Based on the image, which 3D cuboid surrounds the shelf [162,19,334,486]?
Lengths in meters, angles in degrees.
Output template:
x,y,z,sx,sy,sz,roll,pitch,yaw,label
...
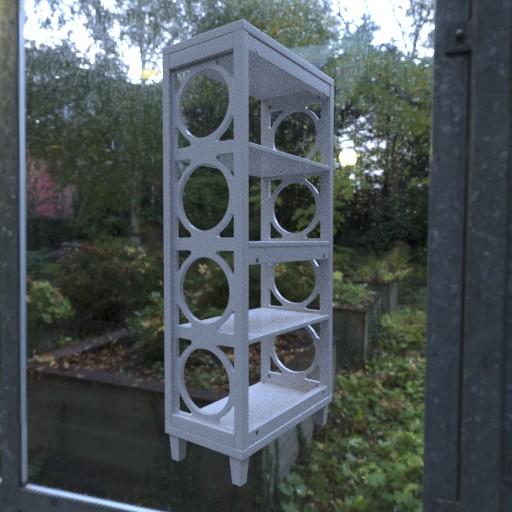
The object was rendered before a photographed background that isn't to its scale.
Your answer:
x,y,z,sx,sy,sz,roll,pitch,yaw,label
0.000,0.000,1.664,0.340,1.411,0.611,1,2,36,shelf
